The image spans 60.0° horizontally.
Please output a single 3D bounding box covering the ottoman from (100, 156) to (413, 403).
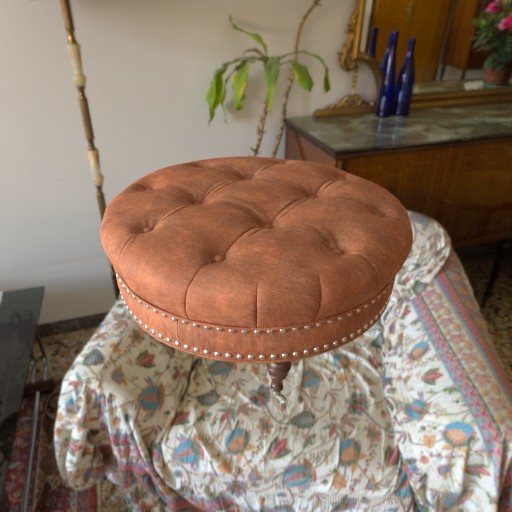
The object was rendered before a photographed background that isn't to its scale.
[{"bbox_3d":[0.000,0.000,1.403,0.901,0.444,0.901,0,31,0],"label":"ottoman"}]
